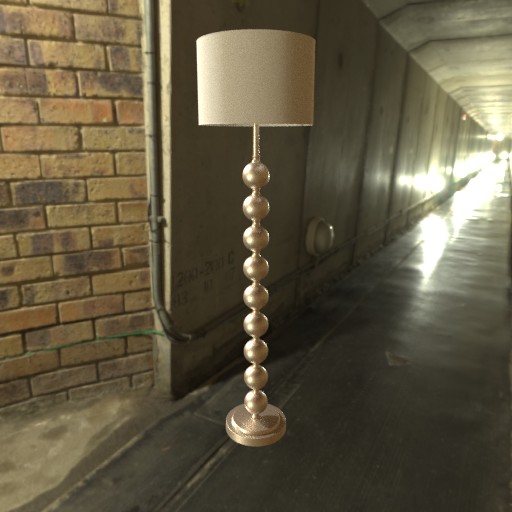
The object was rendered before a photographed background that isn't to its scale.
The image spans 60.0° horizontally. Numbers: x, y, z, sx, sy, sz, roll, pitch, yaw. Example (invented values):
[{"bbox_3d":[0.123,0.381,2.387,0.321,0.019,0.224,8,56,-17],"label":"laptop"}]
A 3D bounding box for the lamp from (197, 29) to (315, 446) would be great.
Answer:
[{"bbox_3d":[0.000,0.000,1.659,0.394,1.474,0.394,-2,15,-8],"label":"lamp"}]
